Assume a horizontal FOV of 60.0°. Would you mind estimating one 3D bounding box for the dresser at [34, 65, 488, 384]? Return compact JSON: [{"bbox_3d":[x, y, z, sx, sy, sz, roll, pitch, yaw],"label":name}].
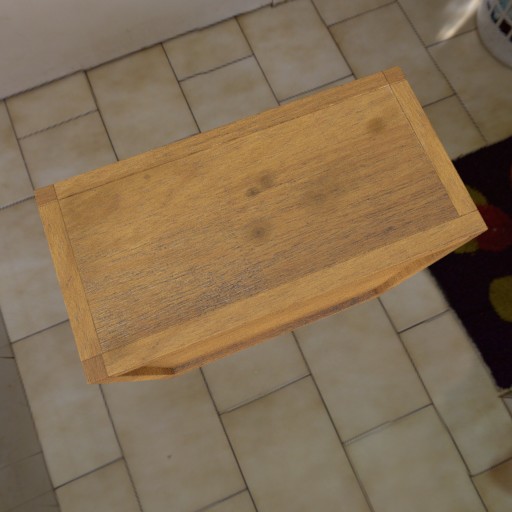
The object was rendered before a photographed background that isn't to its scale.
[{"bbox_3d":[0.000,0.000,1.260,0.804,0.804,0.427,-21,76,-5],"label":"dresser"}]
